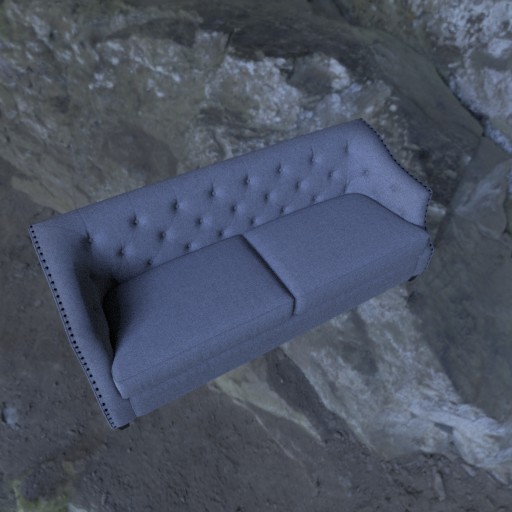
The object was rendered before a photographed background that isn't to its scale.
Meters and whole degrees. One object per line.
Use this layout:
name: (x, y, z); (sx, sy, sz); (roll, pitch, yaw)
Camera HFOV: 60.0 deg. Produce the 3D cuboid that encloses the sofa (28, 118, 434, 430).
sofa: (0.000, 0.000, 2.710); (2.235, 0.901, 0.914); (-23, 50, -20)
